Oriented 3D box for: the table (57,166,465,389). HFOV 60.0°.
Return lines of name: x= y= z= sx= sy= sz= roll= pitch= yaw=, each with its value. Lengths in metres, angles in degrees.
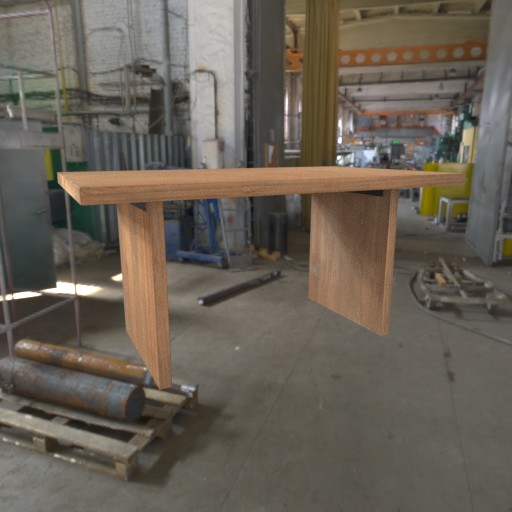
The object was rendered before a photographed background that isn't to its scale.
table: x=0.000 y=0.000 z=2.113 sx=1.609 sy=0.780 sz=0.946 roll=-7 pitch=15 yaw=-26
